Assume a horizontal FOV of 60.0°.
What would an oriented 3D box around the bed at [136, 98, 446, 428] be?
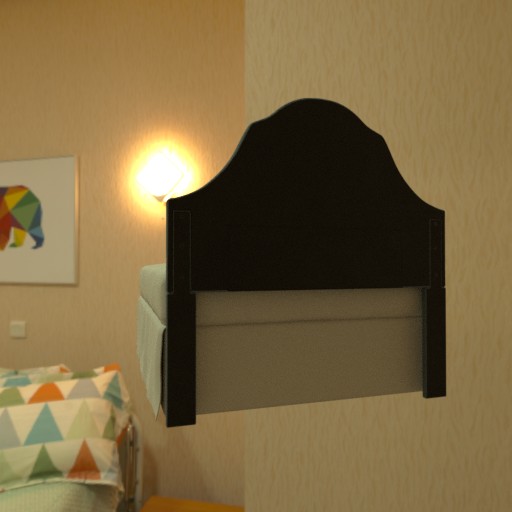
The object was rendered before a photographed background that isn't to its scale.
[{"bbox_3d":[0.000,0.000,3.251,1.636,1.575,2.155,0,-1,-18],"label":"bed"}]
